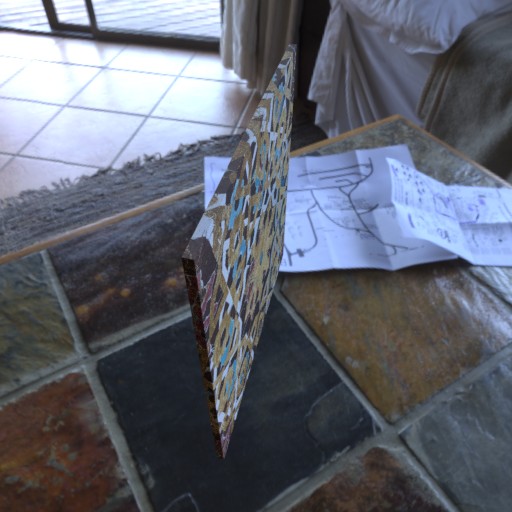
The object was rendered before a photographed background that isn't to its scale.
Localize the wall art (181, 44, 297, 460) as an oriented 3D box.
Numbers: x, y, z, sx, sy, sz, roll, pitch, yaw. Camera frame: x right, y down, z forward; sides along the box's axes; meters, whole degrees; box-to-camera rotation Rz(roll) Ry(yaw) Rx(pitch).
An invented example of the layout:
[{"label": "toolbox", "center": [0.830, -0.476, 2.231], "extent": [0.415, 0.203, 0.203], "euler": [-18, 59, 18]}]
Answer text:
[{"label": "wall art", "center": [0.000, 0.000, 0.603], "extent": [0.010, 0.406, 0.404], "euler": [10, 47, 10]}]
